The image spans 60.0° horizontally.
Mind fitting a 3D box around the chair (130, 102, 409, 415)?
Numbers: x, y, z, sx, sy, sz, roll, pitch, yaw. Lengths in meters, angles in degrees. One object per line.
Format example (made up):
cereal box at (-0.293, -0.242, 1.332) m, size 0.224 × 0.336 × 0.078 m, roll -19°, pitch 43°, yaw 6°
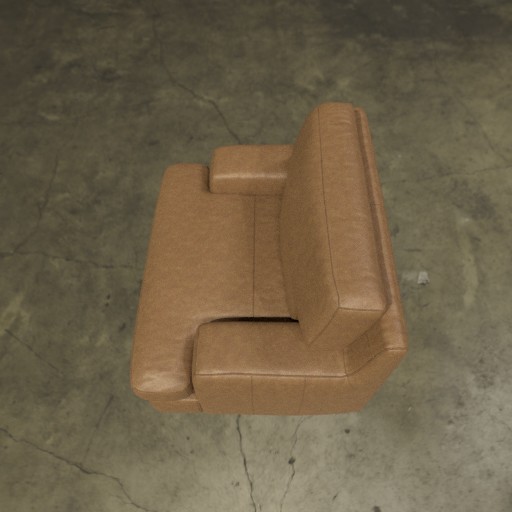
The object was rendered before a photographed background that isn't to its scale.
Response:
chair at (0.000, 0.000, 2.038) m, size 1.050 × 0.978 × 1.276 m, roll 1°, pitch 57°, yaw 0°
